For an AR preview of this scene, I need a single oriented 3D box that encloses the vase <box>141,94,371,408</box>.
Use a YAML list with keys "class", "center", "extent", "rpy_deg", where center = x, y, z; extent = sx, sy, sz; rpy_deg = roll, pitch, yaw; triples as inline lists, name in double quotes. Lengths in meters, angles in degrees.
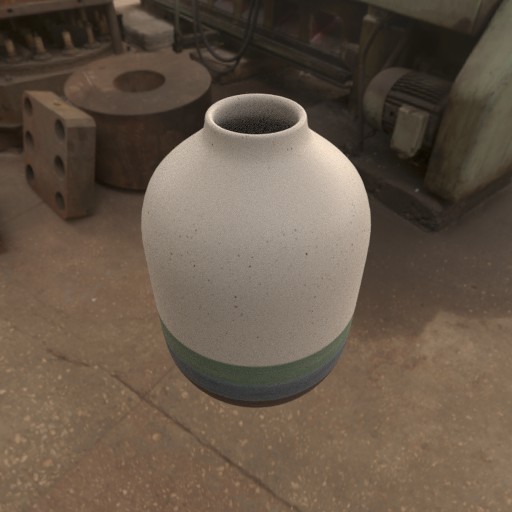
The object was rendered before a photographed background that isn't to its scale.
- class: "vase"
  center: [0.000, 0.000, 0.357]
  extent: [0.169, 0.240, 0.169]
  rpy_deg: [0, 42, 0]
